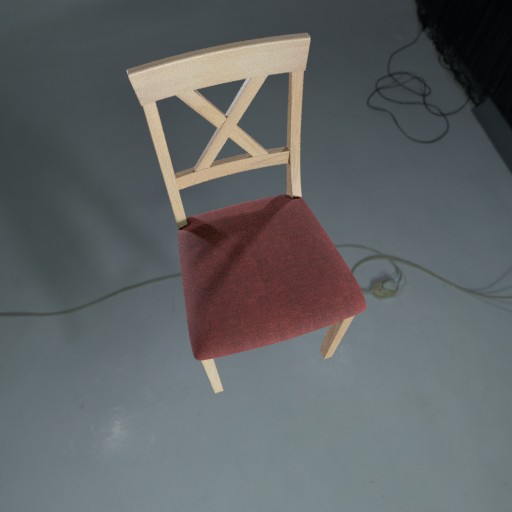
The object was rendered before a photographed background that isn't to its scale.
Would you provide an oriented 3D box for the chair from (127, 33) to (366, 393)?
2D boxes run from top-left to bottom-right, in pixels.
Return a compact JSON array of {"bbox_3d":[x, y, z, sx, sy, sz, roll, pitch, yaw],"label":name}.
[{"bbox_3d":[0.000,0.000,1.174,0.439,0.912,0.492,-15,63,-8],"label":"chair"}]
